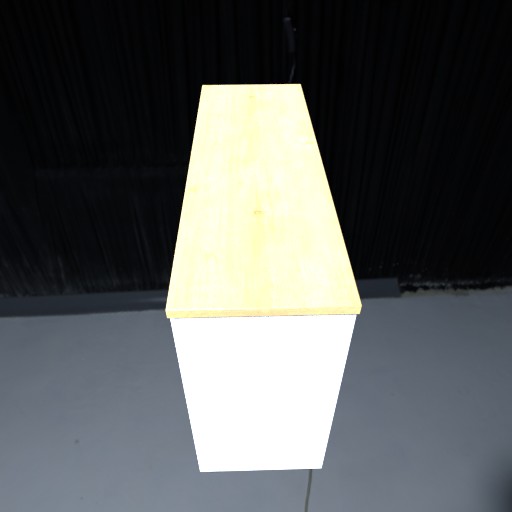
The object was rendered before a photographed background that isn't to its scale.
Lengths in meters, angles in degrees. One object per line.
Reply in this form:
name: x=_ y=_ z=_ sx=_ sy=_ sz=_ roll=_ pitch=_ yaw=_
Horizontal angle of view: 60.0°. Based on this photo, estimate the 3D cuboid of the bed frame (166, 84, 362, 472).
bed frame: x=0.000 y=0.000 z=1.735 sx=0.430 sy=0.850 sz=1.300 roll=-1 pitch=42 yaw=-1
